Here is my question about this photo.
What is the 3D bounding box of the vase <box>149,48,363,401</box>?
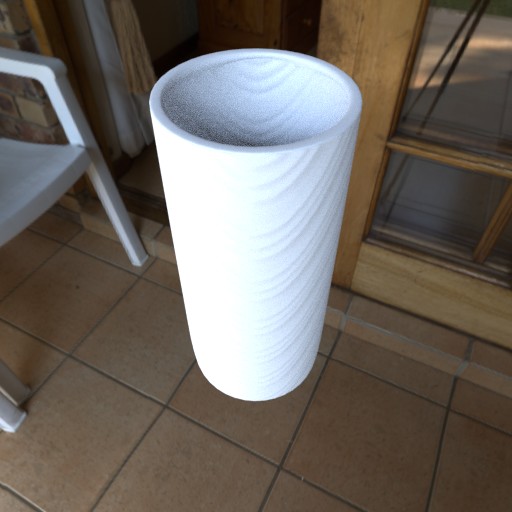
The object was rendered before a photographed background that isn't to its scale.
[{"bbox_3d":[0.000,0.000,0.404,0.143,0.316,0.143,0,47,0],"label":"vase"}]
